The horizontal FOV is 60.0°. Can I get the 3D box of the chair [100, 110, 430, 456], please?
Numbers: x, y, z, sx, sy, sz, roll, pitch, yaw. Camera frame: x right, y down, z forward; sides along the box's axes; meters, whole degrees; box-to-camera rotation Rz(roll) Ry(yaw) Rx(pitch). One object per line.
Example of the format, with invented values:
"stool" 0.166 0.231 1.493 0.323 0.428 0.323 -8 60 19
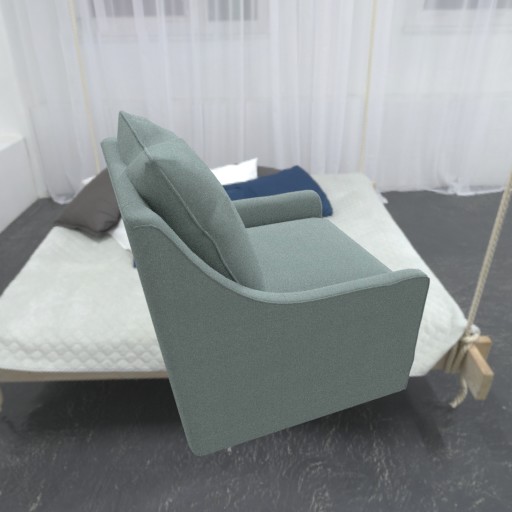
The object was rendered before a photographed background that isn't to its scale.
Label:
"chair" 0.000 0.000 1.532 0.870 0.926 0.760 -11 31 -18
